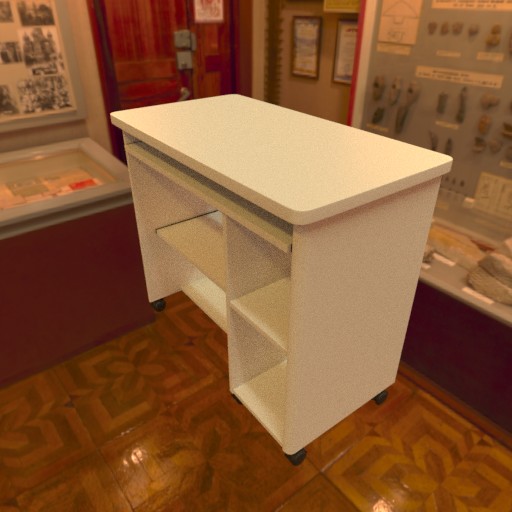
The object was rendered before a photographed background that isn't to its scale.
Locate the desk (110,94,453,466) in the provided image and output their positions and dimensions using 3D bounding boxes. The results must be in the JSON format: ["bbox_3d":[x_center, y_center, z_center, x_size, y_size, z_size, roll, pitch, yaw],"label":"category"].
[{"bbox_3d":[0.000,0.000,1.363,0.475,0.763,0.877,-21,37,-31],"label":"desk"}]
